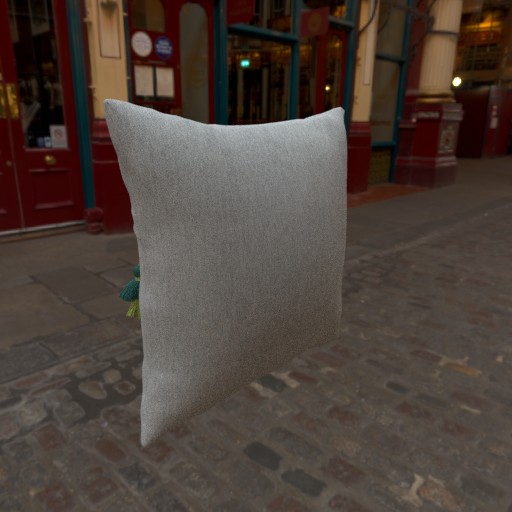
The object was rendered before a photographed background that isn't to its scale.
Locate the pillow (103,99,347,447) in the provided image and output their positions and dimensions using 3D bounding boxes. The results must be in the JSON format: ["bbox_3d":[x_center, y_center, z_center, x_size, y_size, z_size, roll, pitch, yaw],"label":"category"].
[{"bbox_3d":[0.000,0.000,0.672,0.433,0.436,0.173,-16,23,-42],"label":"pillow"}]
